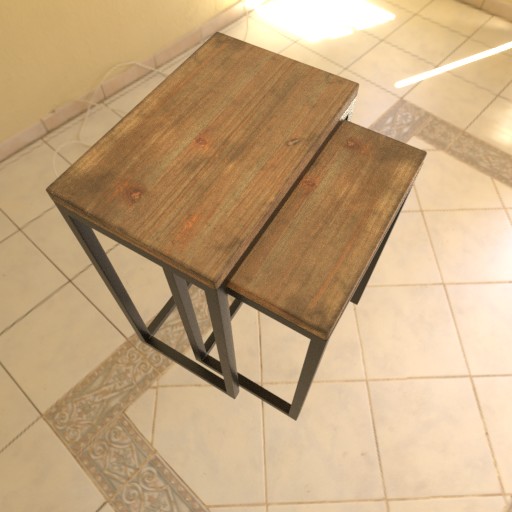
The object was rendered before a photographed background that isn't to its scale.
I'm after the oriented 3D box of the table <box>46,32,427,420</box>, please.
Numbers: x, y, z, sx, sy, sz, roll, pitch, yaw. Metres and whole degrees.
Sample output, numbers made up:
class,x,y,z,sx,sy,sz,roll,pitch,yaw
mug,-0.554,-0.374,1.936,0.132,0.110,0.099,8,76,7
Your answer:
class,x,y,z,sx,sy,sz,roll,pitch,yaw
table,0.000,0.000,0.934,0.460,0.615,0.456,29,63,16
